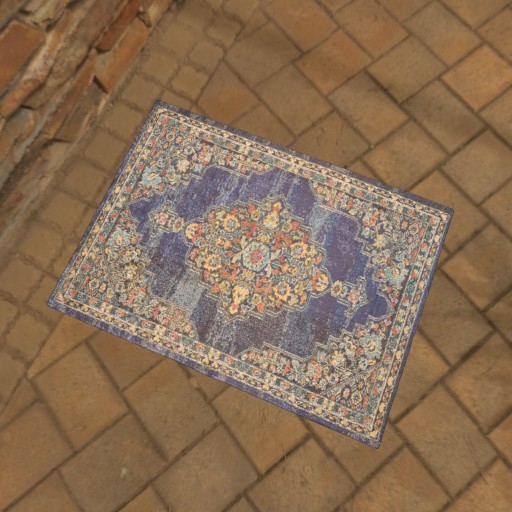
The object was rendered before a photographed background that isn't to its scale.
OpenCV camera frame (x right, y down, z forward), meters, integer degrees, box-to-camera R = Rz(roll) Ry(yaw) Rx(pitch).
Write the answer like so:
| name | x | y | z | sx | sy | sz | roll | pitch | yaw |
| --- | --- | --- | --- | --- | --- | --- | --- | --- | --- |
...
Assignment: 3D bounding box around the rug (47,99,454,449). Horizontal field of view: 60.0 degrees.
| name | x | y | z | sx | sy | sz | roll | pitch | yaw |
| --- | --- | --- | --- | --- | --- | --- | --- | --- | --- |
| rug | 0.000 | 0.000 | 2.903 | 2.232 | 0.009 | 1.630 | 22 | 76 | 6 |
